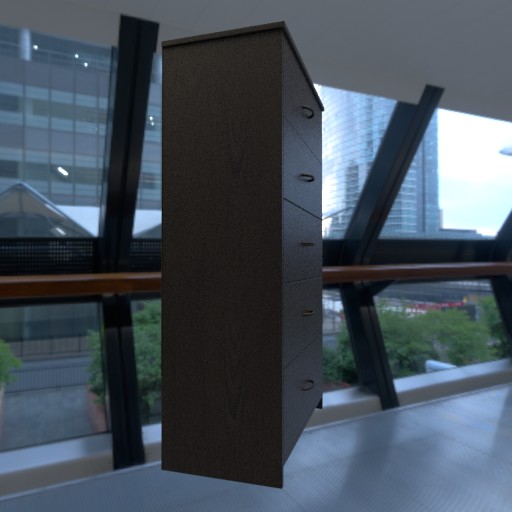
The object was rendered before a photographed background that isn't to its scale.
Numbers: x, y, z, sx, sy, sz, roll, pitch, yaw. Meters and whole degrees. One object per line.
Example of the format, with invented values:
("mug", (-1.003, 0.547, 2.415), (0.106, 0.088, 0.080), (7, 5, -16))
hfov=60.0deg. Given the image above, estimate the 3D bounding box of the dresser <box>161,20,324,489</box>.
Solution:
("dresser", (0.000, 0.000, 1.573), (0.418, 1.254, 0.704), (0, -1, 17))
